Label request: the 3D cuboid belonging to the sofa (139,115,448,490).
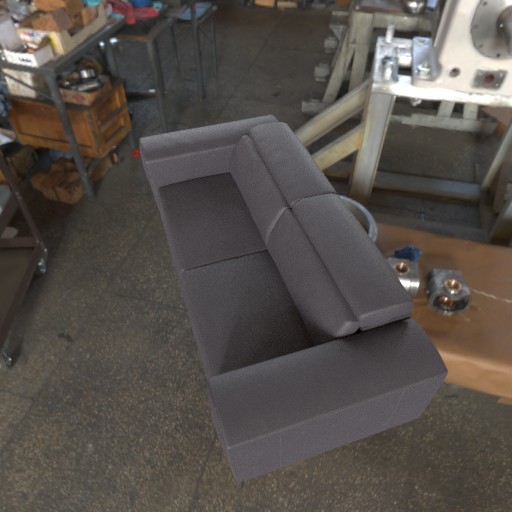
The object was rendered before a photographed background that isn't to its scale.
[{"bbox_3d":[0.000,0.000,2.753,1.048,0.814,2.330,-14,49,-12],"label":"sofa"}]
